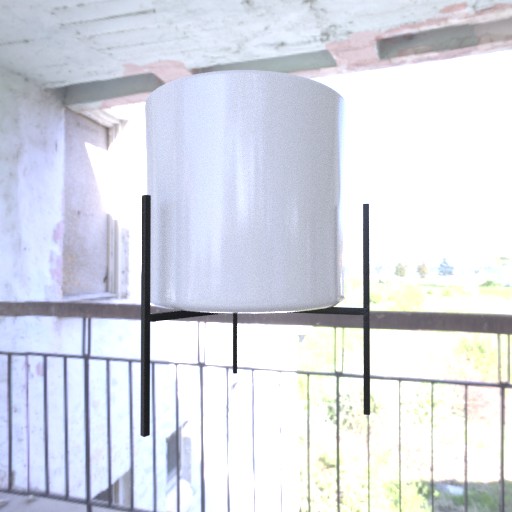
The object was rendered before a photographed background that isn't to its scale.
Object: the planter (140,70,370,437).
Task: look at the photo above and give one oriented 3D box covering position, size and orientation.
[{"bbox_3d":[0.000,0.000,0.727,0.361,0.480,0.360,0,-1,17],"label":"planter"}]
